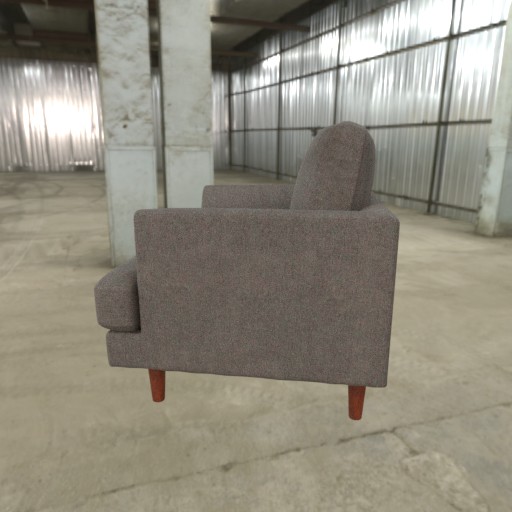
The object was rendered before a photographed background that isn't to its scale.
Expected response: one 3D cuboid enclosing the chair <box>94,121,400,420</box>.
[{"bbox_3d":[0.000,0.000,1.675,0.899,0.957,0.858,2,15,8],"label":"chair"}]
